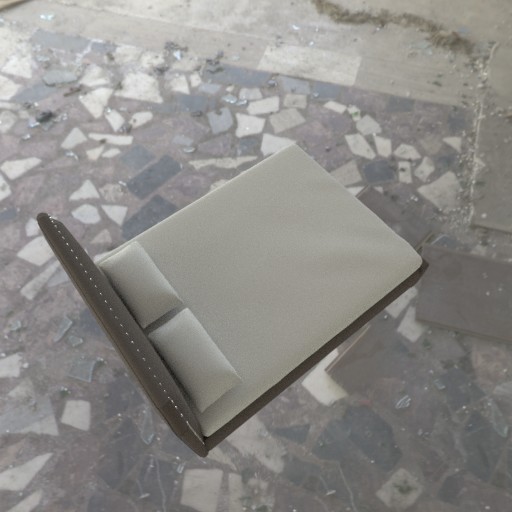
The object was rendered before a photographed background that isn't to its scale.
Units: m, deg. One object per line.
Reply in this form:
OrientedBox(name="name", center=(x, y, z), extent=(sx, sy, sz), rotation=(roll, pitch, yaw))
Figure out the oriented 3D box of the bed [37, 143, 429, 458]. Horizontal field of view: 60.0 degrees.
OrientedBox(name="bed", center=(0.000, 0.000, 3.412), extent=(2.372, 1.443, 1.713), rotation=(-34, 66, -18))
